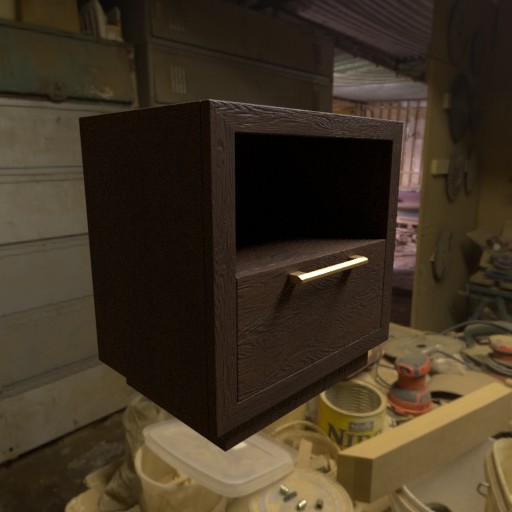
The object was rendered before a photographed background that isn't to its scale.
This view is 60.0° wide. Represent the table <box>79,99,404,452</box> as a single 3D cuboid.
[{"bbox_3d":[0.000,0.000,0.987,0.439,0.585,0.560,12,18,43],"label":"table"}]
